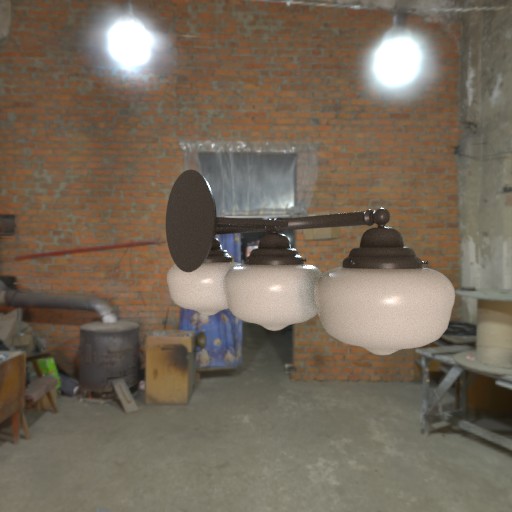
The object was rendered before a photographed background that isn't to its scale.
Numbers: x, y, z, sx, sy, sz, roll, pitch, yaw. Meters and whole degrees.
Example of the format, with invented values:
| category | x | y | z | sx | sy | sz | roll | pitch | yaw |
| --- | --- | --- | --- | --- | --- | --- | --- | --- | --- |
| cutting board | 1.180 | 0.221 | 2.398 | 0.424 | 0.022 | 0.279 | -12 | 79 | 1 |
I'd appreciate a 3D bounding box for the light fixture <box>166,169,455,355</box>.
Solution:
| category | x | y | z | sx | sy | sz | roll | pitch | yaw |
| --- | --- | --- | --- | --- | --- | --- | --- | --- | --- |
| light fixture | 0.000 | 0.000 | 0.693 | 0.239 | 0.242 | 0.587 | 0 | 0 | -36 |
